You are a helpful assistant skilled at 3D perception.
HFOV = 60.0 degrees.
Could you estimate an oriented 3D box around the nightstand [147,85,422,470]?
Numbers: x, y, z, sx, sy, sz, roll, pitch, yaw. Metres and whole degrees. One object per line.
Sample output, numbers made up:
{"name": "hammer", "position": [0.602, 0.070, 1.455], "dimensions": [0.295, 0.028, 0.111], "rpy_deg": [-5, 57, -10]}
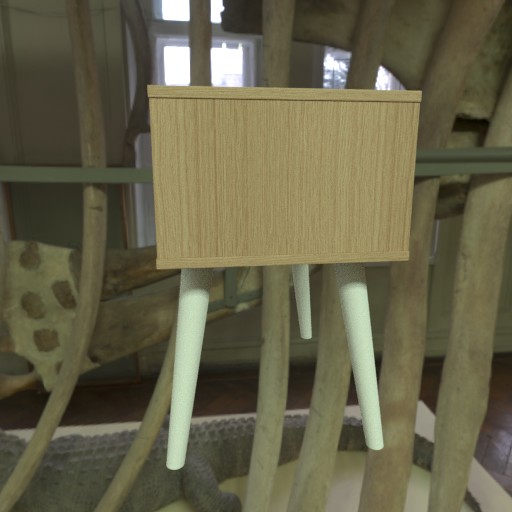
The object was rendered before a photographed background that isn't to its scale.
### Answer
{"name": "nightstand", "position": [0.000, 0.000, 0.960], "dimensions": [0.407, 0.610, 0.571], "rpy_deg": [-2, 13, -8]}
